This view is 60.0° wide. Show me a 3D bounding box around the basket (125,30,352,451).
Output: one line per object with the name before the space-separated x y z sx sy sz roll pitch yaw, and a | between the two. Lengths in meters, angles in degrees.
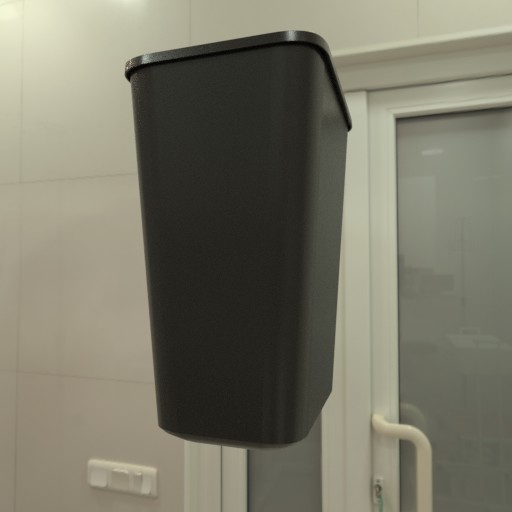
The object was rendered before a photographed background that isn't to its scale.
basket | 0.000 0.000 0.732 0.287 0.521 0.394 -1 -2 18
